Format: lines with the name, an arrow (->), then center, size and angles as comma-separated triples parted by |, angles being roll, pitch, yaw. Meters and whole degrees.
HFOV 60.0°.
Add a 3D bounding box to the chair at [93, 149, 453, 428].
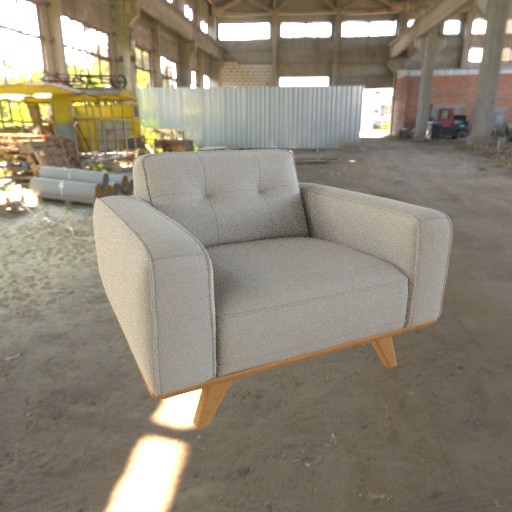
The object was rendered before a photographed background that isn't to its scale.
chair -> 0.000, 0.000, 1.749 | 1.115, 0.779, 0.953 | -8, 19, -26
